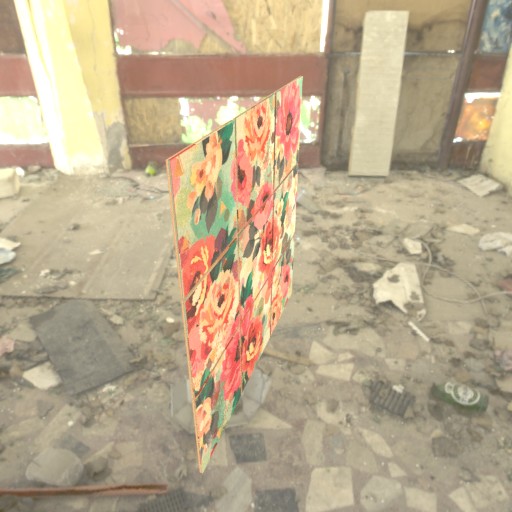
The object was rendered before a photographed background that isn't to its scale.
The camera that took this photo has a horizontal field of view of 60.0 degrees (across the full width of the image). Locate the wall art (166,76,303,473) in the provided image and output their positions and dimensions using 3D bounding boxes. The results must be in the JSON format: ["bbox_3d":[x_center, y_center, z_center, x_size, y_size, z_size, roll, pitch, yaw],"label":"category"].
[{"bbox_3d":[0.000,0.000,1.842,0.013,1.220,1.216,11,33,17],"label":"wall art"}]
